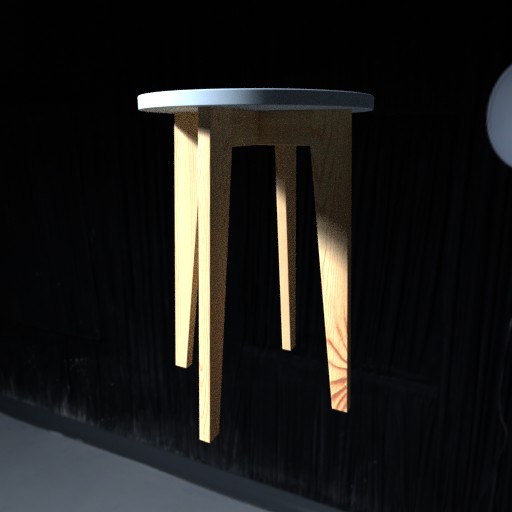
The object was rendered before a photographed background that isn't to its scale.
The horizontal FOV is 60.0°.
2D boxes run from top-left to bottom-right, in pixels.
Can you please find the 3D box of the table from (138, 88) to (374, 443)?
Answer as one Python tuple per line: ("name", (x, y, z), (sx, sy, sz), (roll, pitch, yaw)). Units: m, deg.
("table", (0.000, 0.000, 0.746), (0.350, 0.500, 0.350), (0, 16, 0))
